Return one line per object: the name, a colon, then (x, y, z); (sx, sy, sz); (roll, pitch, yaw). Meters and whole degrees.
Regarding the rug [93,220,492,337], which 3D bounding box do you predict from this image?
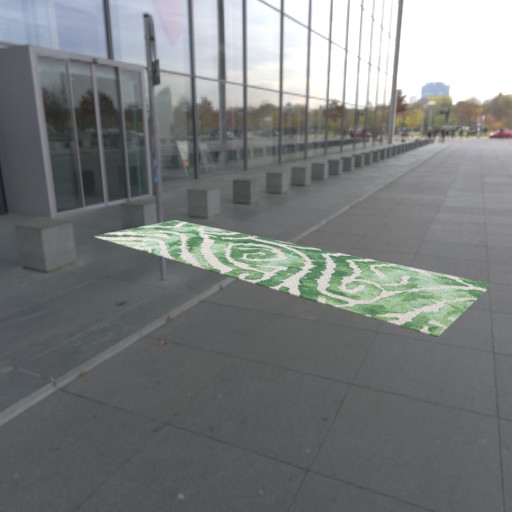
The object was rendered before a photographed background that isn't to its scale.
rug: (0.000, 0.000, 2.688); (2.438, 0.006, 0.761); (13, 21, 39)
